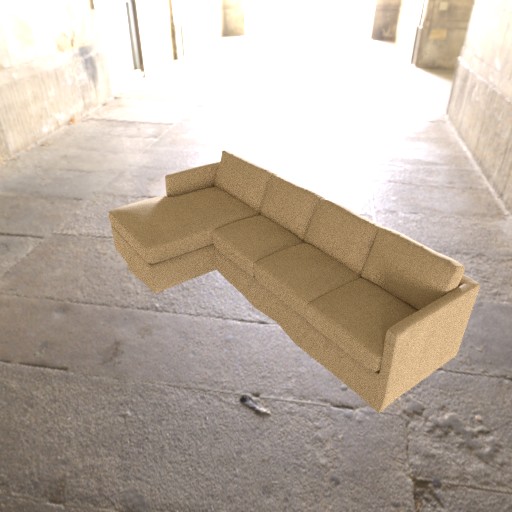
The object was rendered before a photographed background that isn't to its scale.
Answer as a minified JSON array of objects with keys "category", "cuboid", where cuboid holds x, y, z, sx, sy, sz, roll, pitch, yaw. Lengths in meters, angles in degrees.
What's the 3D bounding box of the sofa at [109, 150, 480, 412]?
[{"category":"sofa","cuboid":[0.000,0.000,3.967,1.650,0.922,3.205,-21,38,-30]}]
